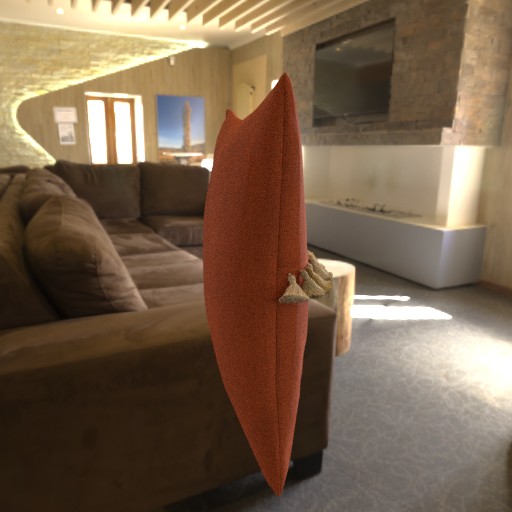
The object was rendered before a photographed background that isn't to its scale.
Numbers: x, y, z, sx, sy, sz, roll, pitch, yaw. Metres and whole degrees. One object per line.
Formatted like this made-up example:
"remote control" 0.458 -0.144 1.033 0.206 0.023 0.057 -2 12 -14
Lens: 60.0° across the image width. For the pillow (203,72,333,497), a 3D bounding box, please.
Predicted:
"pillow" 0.000 0.000 0.712 0.165 0.482 0.490 -3 14 -10
